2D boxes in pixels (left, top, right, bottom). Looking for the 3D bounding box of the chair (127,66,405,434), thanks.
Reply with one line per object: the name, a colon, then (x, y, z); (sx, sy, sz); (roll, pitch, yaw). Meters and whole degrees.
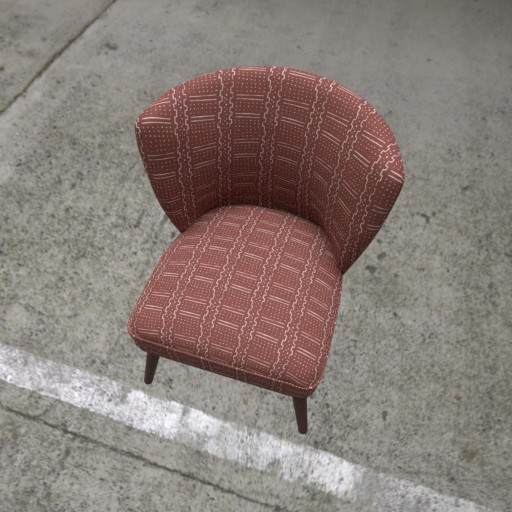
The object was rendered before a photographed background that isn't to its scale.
chair: (0.000, 0.000, 1.409); (0.706, 0.866, 0.758); (14, 57, 10)
